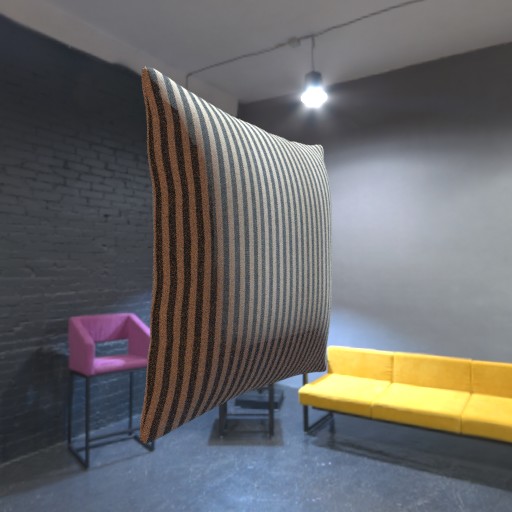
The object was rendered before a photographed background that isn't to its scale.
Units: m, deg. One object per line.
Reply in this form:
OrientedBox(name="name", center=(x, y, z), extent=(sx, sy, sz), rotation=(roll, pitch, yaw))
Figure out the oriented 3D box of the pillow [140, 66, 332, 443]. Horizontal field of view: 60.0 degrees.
OrientedBox(name="pillow", center=(0.000, 0.000, 0.797), extent=(0.166, 0.510, 0.523), rotation=(-1, -1, 36))
